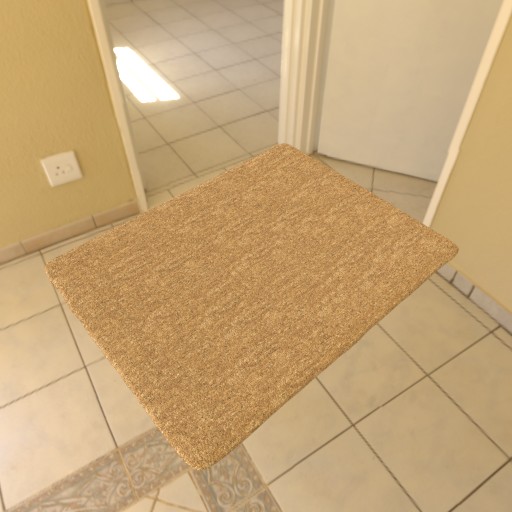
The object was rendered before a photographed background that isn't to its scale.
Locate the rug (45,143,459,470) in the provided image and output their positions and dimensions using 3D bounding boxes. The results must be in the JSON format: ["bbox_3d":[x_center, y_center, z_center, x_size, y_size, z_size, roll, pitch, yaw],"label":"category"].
[{"bbox_3d":[0.000,0.000,3.779,2.873,0.050,2.242,-33,55,-27],"label":"rug"}]
